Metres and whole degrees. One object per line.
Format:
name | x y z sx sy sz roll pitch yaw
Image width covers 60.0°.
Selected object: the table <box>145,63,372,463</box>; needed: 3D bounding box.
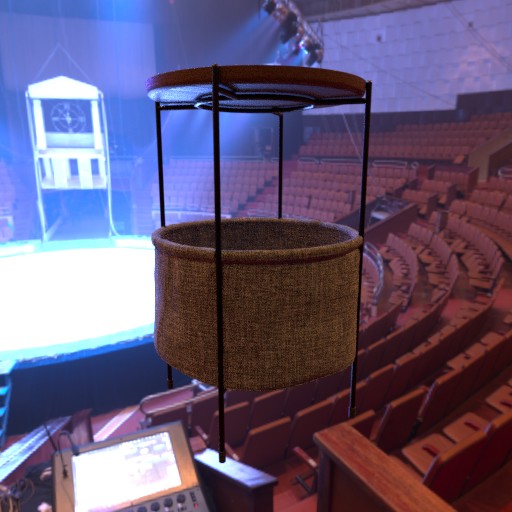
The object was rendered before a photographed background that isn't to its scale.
table | 0.000 0.000 0.861 0.400 0.623 0.400 -7 14 -28
